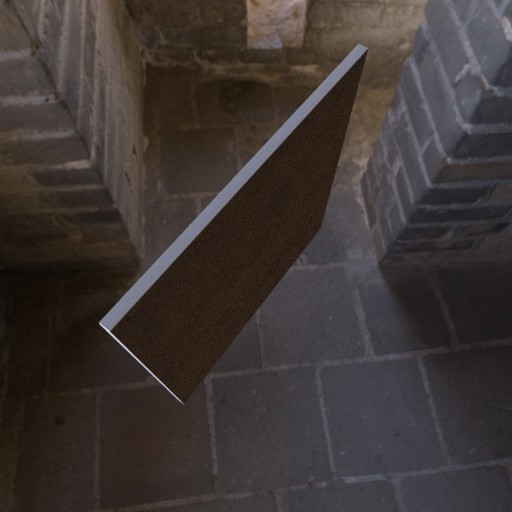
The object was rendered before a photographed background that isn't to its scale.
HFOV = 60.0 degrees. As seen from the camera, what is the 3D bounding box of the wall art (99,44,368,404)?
[{"bbox_3d":[0.000,0.000,0.991,0.020,0.661,0.664,34,68,15],"label":"wall art"}]
